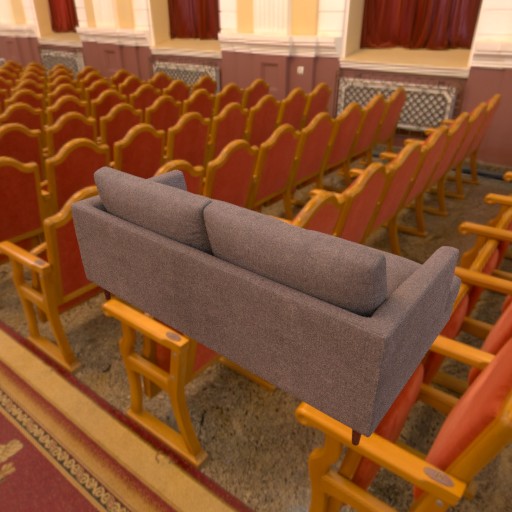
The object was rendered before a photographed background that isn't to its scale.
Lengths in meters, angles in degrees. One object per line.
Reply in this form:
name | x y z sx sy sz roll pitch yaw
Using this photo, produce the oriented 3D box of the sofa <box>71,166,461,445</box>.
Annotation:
sofa | 0.000 0.000 2.470 1.948 0.868 1.020 21 35 33
